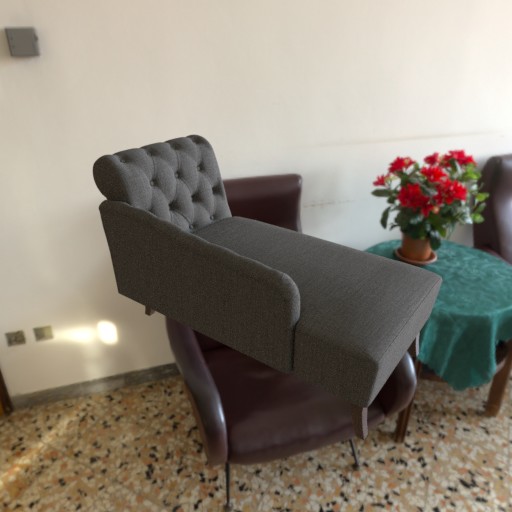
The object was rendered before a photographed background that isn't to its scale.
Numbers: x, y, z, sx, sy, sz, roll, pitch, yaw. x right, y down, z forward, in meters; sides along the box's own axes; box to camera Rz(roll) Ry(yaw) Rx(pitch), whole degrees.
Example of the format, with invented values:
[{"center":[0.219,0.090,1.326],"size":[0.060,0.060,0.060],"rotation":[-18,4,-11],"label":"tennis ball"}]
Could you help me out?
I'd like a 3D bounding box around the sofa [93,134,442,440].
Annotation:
[{"center":[0.000,0.000,1.887],"size":[1.379,0.787,0.675],"rotation":[18,32,32],"label":"sofa"}]
